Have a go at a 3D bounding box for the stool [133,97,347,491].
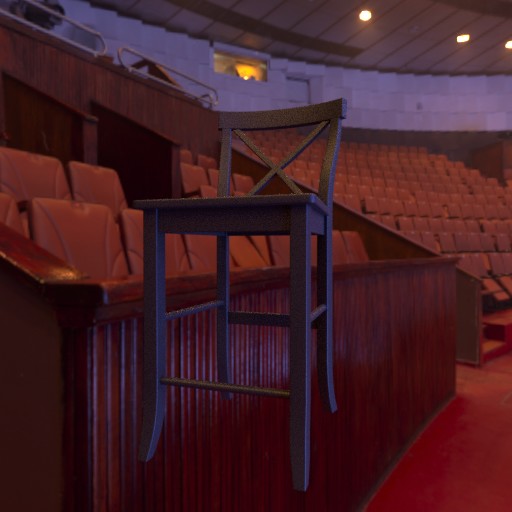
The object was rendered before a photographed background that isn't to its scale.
[{"bbox_3d":[0.000,0.000,1.264,0.452,0.989,0.559,0,1,19],"label":"stool"}]
